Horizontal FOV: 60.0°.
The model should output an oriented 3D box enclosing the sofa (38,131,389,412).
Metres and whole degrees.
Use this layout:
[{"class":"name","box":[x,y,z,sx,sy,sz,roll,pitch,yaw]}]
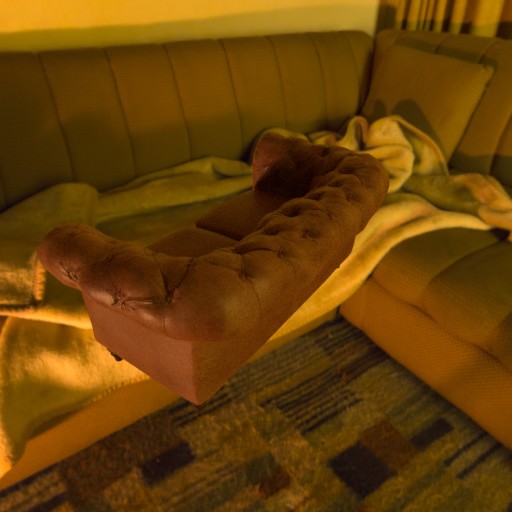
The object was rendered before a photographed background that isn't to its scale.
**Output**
[{"class":"sofa","box":[0.000,0.000,2.553,1.042,0.877,1.979,20,38,29]}]
